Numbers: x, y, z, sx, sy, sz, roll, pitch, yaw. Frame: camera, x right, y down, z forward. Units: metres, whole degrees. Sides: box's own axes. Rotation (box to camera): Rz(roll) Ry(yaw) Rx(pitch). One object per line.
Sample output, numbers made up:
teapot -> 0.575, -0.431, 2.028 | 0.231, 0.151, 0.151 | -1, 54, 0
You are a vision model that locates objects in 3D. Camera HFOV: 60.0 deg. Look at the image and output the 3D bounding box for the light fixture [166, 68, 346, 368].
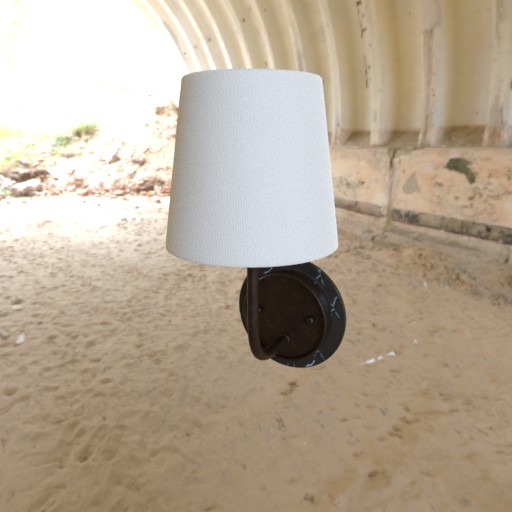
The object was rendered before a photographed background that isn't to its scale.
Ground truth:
light fixture -> 0.000, 0.000, 0.453 | 0.168, 0.337, 0.188 | 8, 17, 27
